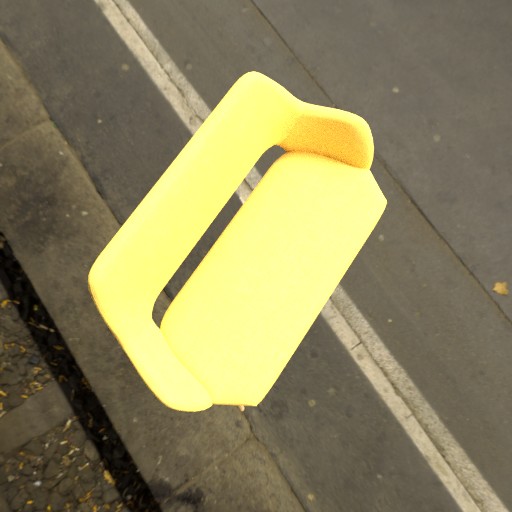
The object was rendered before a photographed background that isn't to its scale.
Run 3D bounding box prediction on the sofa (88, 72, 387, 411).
[{"bbox_3d":[0.000,0.000,1.646,0.610,0.840,1.150,33,78,8],"label":"sofa"}]
